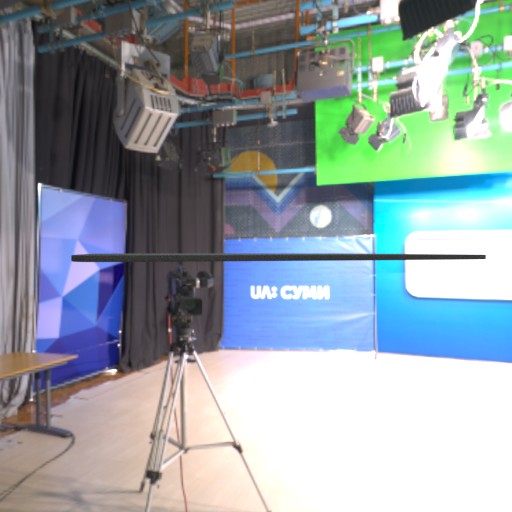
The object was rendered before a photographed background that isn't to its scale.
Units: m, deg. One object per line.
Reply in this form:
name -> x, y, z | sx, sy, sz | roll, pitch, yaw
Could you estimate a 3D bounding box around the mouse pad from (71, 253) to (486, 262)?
mouse pad -> 0.000, 0.000, 0.315 | 0.229, 0.003, 0.203 | 0, 1, -17
